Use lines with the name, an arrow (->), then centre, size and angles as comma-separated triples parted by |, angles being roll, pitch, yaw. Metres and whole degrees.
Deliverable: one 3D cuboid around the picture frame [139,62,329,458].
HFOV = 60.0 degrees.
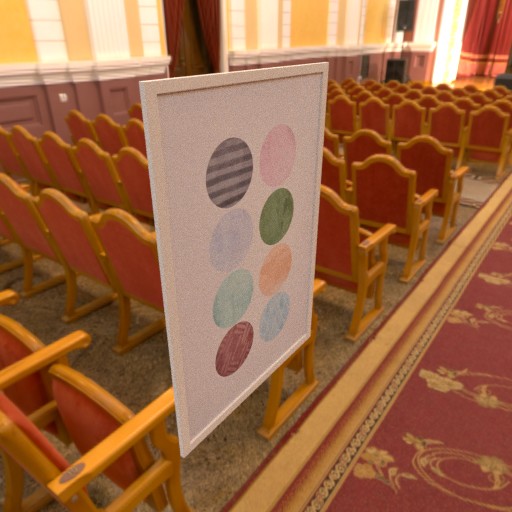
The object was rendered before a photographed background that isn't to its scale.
picture frame -> 0.000, 0.000, 1.209 | 0.013, 0.940, 0.659 | 19, 32, 32
